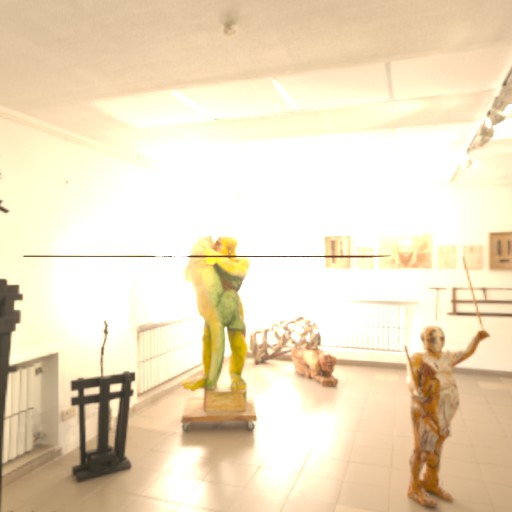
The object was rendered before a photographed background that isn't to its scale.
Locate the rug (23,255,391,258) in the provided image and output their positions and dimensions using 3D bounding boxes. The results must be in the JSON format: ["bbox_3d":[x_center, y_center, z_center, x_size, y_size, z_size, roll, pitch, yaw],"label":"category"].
[{"bbox_3d":[0.000,0.000,4.253,2.381,0.013,3.197,0,0,19],"label":"rug"}]
